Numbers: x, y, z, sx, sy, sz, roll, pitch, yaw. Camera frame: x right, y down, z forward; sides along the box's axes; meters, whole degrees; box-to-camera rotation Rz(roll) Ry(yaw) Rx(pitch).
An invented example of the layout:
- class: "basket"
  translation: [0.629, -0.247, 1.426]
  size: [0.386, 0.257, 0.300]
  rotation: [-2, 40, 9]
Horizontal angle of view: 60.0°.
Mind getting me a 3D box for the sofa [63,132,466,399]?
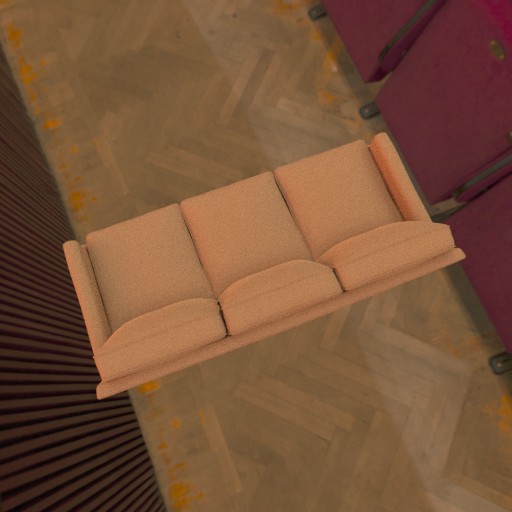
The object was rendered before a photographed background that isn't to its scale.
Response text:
- class: "sofa"
  translation: [0.000, 0.000, 2.877]
  size: [2.246, 1.003, 1.084]
  rotation: [-20, 75, -6]
